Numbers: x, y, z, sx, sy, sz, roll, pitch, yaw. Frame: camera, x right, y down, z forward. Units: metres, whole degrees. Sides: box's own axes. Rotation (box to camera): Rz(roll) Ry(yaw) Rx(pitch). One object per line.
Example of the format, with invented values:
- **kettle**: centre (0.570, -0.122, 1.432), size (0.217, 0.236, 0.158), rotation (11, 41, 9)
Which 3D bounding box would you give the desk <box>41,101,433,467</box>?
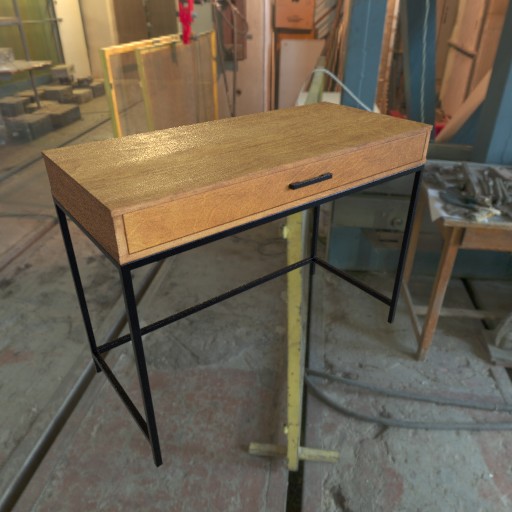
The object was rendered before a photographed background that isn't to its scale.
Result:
- **desk**: centre (0.000, 0.000, 1.423), size (1.016, 0.762, 0.470), rotation (-21, 36, -32)
